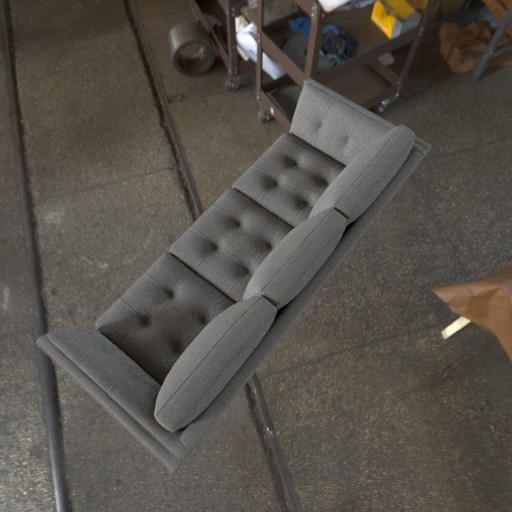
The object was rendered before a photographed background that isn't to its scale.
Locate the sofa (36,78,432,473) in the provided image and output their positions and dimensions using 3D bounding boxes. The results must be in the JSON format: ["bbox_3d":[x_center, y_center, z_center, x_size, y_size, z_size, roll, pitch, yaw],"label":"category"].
[{"bbox_3d":[0.000,0.000,2.787,0.965,0.940,2.387,35,68,16],"label":"sofa"}]
